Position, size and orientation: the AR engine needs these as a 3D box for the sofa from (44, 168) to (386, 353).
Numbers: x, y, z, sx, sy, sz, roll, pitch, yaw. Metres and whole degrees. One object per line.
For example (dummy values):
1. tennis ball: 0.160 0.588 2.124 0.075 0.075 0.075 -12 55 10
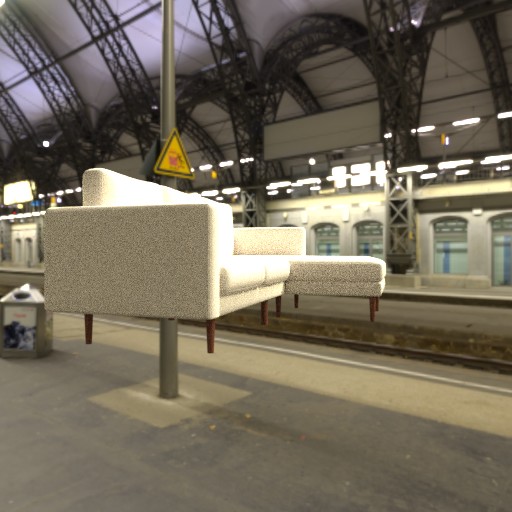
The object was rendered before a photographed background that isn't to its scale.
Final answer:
1. sofa: 0.000 0.000 2.901 1.580 0.899 2.029 0 0 18
